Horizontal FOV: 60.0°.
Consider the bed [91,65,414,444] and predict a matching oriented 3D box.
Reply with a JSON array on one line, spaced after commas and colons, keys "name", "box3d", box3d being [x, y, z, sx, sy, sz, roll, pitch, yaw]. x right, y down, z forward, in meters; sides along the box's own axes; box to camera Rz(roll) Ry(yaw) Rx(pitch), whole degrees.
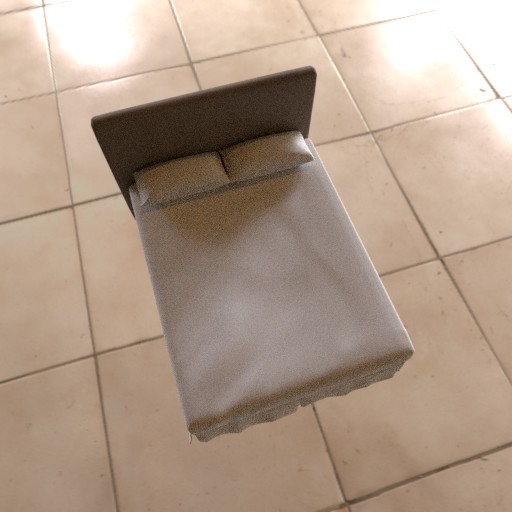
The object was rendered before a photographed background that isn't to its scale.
[{"name": "bed", "box3d": [0.000, 0.000, 3.267, 1.723, 1.330, 2.142, -16, 65, -8]}]
